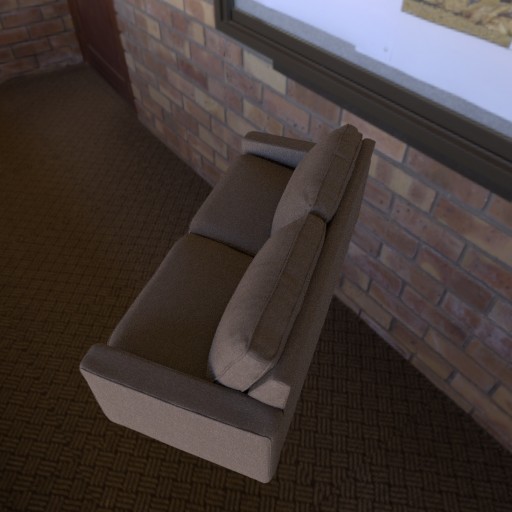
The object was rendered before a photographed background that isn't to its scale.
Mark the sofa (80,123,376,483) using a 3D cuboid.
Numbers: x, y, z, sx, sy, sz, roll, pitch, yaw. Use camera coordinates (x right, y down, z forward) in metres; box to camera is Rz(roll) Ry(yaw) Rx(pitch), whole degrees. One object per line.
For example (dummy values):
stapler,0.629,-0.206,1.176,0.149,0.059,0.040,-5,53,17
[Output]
sofa,0.000,0.000,2.568,0.940,0.919,2.080,15,49,14
